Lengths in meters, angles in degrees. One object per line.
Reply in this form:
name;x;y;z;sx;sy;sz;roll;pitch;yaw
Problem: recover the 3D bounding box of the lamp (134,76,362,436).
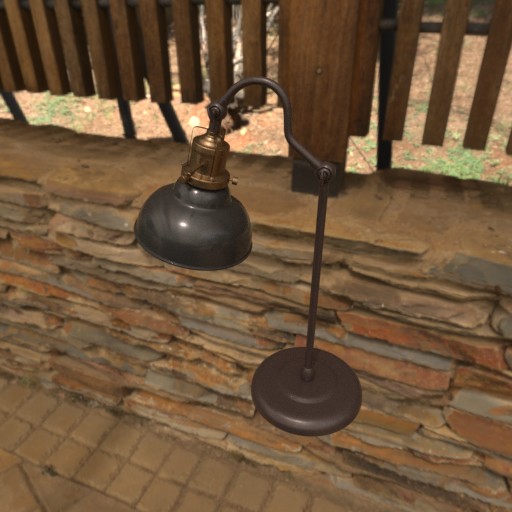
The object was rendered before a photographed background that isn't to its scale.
lamp;0.000;0.000;0.669;0.374;0.508;0.192;9;31;15
